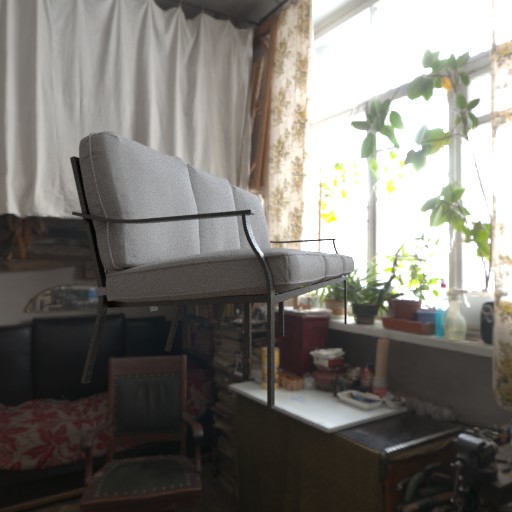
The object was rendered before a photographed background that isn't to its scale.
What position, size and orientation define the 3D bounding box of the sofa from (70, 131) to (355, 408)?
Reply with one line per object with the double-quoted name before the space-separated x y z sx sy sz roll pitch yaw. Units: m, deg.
"sofa" 0.000 0.000 2.157 0.787 0.860 1.740 0 -1 18
